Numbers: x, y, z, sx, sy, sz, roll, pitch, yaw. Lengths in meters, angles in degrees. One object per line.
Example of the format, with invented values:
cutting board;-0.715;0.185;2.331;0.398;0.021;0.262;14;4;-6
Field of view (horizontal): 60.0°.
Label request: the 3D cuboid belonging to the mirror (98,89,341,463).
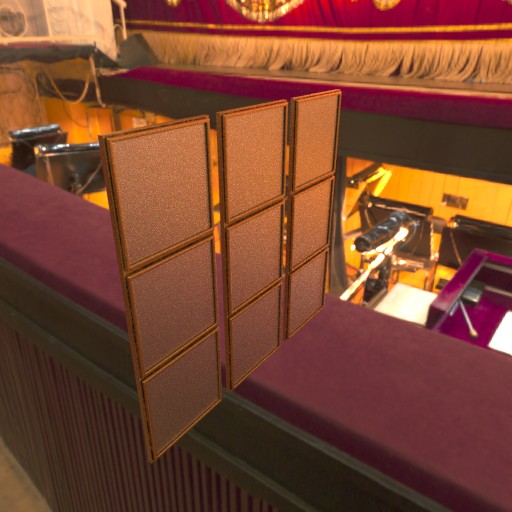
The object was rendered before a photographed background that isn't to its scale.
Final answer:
mirror;0.000;0.000;1.430;0.023;0.926;1.011;18;32;32
